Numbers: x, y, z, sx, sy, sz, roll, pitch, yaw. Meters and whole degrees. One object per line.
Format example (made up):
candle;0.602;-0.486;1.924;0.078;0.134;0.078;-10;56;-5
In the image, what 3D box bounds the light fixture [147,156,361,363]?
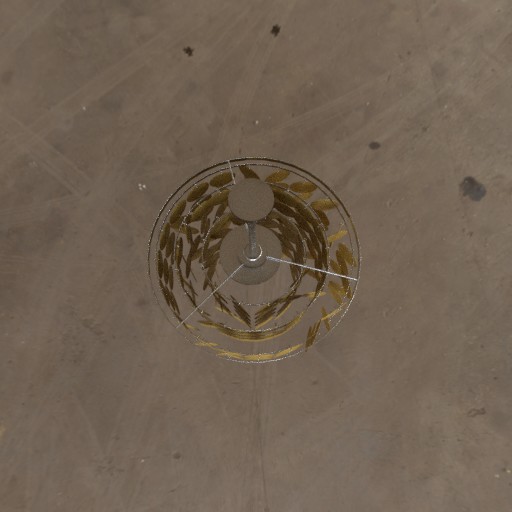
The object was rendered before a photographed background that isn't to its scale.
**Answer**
light fixture;0.000;0.000;0.752;0.368;0.492;0.368;0;74;0
